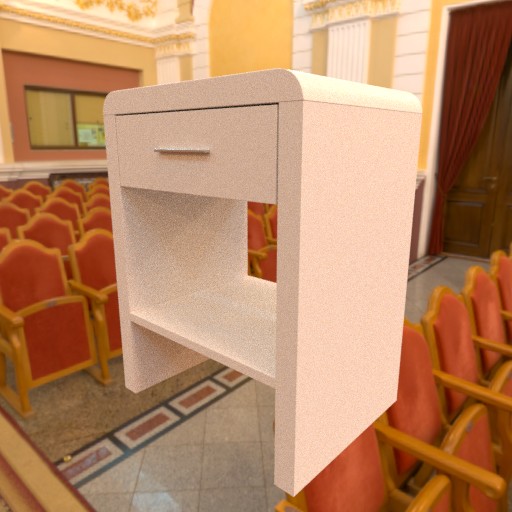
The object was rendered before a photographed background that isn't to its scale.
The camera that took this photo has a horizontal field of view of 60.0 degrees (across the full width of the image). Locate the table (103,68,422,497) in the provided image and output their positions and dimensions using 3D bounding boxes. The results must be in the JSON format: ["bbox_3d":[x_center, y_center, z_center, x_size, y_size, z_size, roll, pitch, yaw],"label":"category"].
[{"bbox_3d":[0.000,0.000,0.841,0.450,0.590,0.350,13,19,41],"label":"table"}]
